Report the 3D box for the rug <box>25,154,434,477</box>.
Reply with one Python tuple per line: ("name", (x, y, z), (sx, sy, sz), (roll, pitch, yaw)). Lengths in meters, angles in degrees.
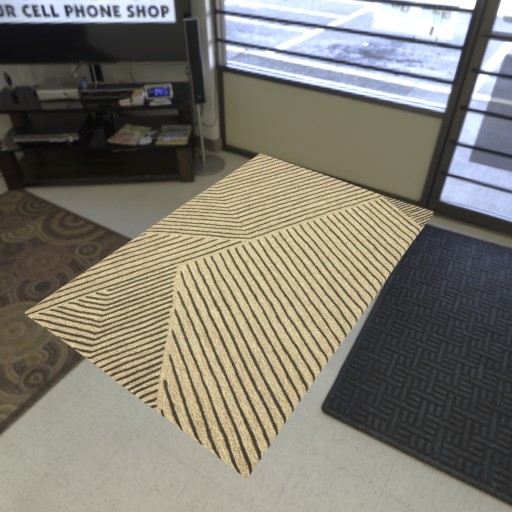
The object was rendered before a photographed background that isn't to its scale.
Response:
("rug", (0.000, 0.000, 2.275), (1.237, 0.019, 1.842), (25, 46, 26))
